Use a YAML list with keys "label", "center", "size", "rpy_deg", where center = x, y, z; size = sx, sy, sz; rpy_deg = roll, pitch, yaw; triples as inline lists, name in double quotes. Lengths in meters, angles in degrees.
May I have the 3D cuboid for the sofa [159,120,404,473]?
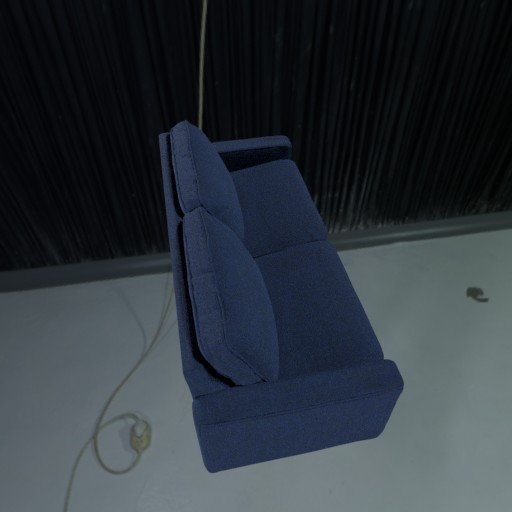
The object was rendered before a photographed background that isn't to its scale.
- label: "sofa"
  center: [0.000, 0.000, 2.619]
  size: [0.940, 0.919, 2.080]
  rpy_deg: [-8, 47, -8]
